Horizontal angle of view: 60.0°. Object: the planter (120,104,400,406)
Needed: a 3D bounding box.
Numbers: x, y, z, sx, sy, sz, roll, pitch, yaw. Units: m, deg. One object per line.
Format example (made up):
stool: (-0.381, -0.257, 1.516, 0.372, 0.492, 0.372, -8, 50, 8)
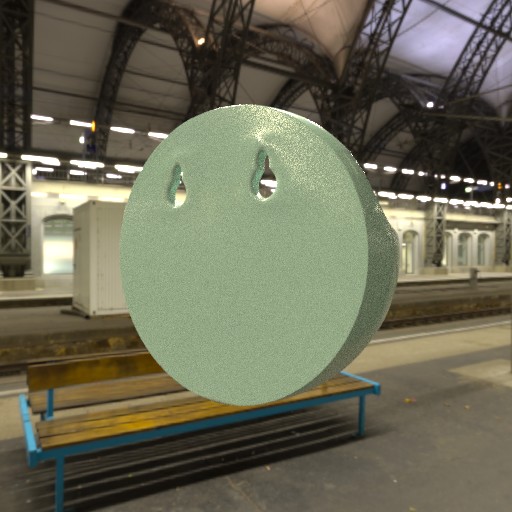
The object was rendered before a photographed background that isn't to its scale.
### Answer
planter: (0.000, 0.000, 0.274, 0.189, 0.164, 0.073, 0, 0, 37)
